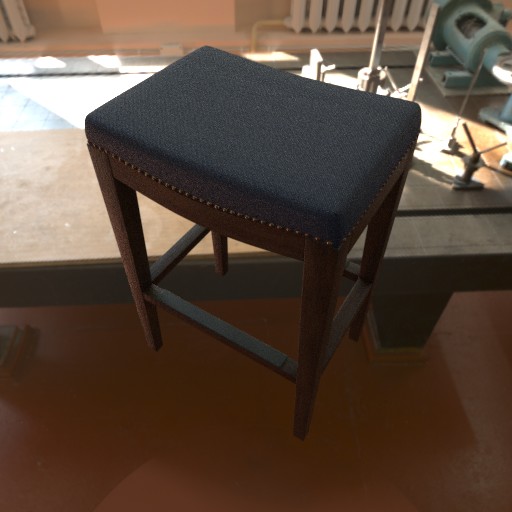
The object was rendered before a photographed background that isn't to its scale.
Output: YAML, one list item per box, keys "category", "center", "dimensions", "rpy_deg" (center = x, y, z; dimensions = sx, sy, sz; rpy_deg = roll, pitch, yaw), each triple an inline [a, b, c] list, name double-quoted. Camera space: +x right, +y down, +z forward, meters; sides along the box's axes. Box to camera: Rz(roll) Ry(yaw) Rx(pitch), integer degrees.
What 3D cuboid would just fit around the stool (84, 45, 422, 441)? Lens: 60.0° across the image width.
- category: "stool"
  center: [0.000, 0.000, 1.010]
  dimensions: [0.498, 0.740, 0.358]
  rpy_deg: [25, 52, 21]
